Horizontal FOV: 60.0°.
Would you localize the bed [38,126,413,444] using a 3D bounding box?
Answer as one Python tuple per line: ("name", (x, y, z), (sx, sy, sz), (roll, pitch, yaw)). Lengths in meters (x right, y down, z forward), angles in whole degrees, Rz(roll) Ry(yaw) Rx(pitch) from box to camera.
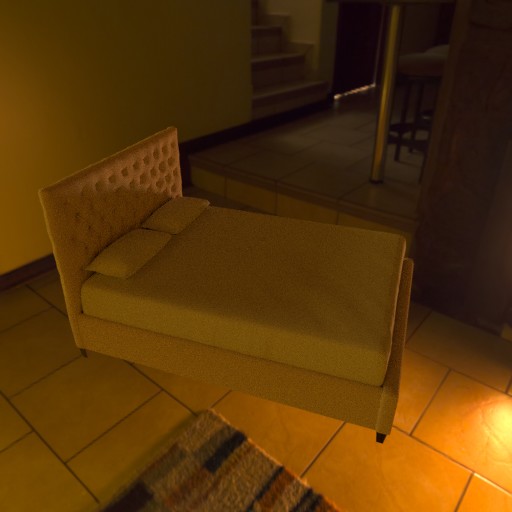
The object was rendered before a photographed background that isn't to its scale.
("bed", (0.000, 0.000, 3.476), (2.387, 1.427, 1.698), (10, 32, 17))
